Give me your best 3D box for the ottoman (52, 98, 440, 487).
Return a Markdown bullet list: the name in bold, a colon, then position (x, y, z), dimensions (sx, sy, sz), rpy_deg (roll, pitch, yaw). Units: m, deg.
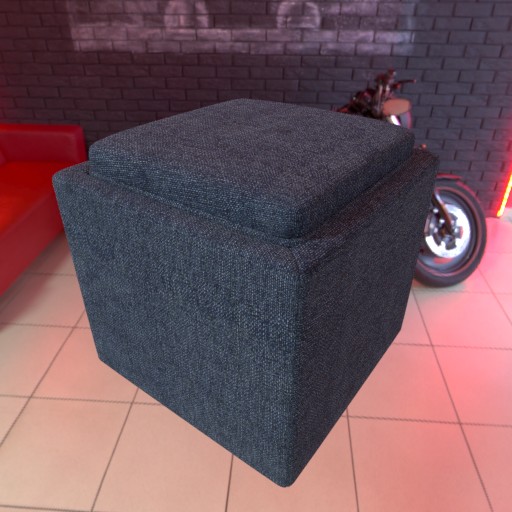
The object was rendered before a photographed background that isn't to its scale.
- **ottoman**: position (0.000, 0.000, 0.792), dimensions (0.450, 0.460, 0.450), rpy_deg (22, 38, 30)
